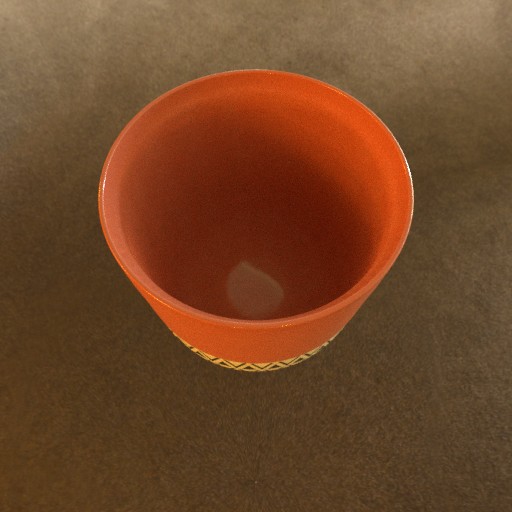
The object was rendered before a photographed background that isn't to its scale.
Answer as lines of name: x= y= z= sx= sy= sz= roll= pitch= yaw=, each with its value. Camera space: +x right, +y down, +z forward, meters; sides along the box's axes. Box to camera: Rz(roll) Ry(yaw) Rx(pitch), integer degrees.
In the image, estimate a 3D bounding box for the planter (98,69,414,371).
planter: x=0.000 y=0.000 z=0.371 sx=0.195 sy=0.214 sz=0.195 roll=0 pitch=63 yaw=0
